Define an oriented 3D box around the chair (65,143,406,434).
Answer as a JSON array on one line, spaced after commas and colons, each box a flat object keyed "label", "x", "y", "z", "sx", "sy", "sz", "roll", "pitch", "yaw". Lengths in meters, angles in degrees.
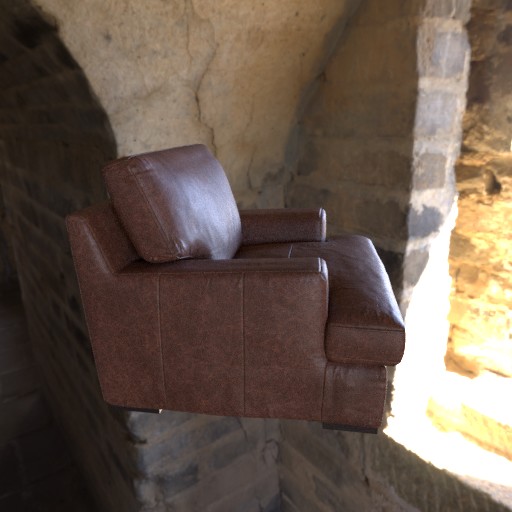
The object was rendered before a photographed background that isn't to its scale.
[{"label": "chair", "x": 0.000, "y": 0.000, "z": 1.986, "sx": 1.143, "sy": 0.939, "sz": 1.168, "roll": 2, "pitch": 17, "yaw": 8}]
